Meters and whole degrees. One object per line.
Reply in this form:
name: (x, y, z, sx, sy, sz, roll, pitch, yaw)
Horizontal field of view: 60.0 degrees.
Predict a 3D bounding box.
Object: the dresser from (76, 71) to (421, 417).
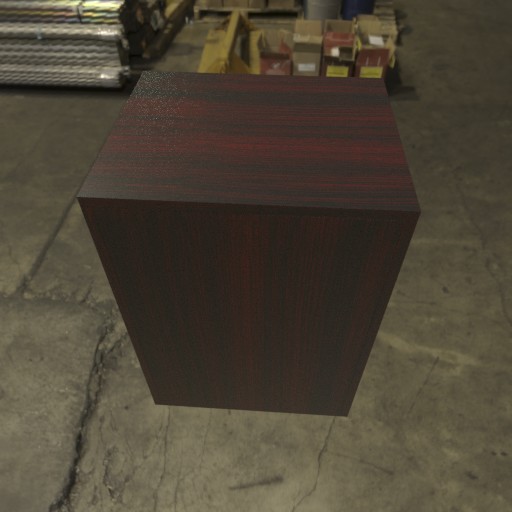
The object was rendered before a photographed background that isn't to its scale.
dresser: (0.000, 0.000, 0.839, 0.400, 0.560, 0.360, 3, 47, 3)
